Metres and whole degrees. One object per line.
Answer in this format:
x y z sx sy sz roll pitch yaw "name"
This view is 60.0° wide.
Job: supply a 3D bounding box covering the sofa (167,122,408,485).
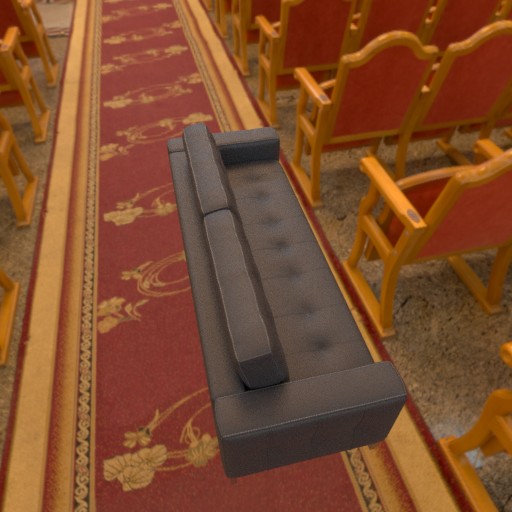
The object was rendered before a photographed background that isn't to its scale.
0.000 0.000 2.689 0.833 0.893 2.275 -10 47 -9 "sofa"
